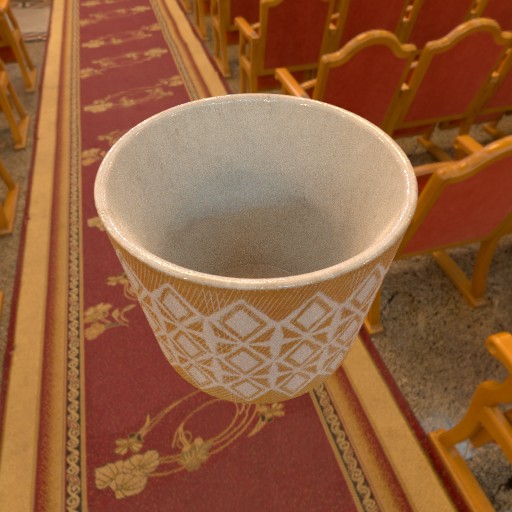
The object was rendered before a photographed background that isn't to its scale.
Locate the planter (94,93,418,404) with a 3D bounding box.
[{"bbox_3d":[0.000,0.000,0.215,0.126,0.104,0.126,0,46,0],"label":"planter"}]
